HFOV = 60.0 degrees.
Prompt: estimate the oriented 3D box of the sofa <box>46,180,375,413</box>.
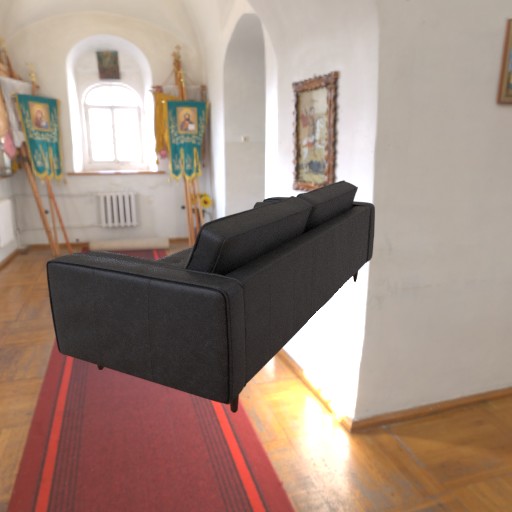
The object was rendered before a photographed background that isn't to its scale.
[{"bbox_3d":[0.000,0.000,2.632,0.914,0.762,2.210,8,17,26],"label":"sofa"}]
